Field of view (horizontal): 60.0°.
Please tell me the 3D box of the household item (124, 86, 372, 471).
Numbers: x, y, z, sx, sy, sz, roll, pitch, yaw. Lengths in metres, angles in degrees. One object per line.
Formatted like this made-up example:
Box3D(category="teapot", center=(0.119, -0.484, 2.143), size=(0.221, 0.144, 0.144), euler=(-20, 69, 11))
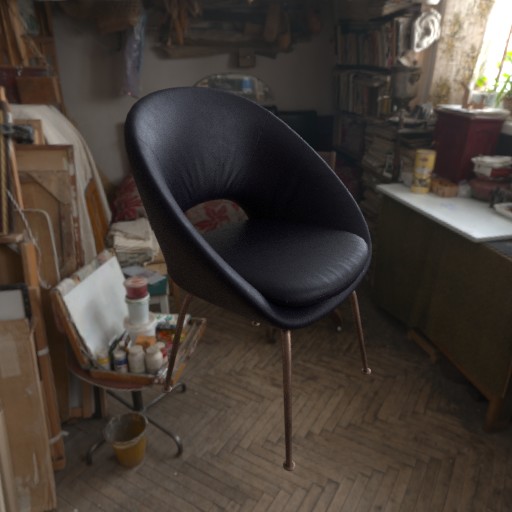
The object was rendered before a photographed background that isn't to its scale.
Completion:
Box3D(category="household item", center=(0.000, 0.000, 1.227), size=(0.573, 0.852, 0.623), euler=(18, 31, 33))
